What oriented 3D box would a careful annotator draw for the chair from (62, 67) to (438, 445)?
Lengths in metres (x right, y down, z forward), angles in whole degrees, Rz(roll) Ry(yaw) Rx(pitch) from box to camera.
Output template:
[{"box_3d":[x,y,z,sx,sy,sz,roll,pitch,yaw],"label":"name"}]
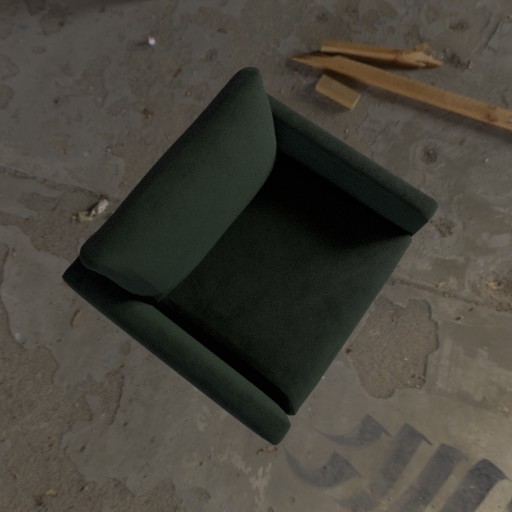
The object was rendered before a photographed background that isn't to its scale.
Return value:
[{"box_3d":[0.000,0.000,1.612,0.866,0.861,0.963,35,78,9],"label":"chair"}]
